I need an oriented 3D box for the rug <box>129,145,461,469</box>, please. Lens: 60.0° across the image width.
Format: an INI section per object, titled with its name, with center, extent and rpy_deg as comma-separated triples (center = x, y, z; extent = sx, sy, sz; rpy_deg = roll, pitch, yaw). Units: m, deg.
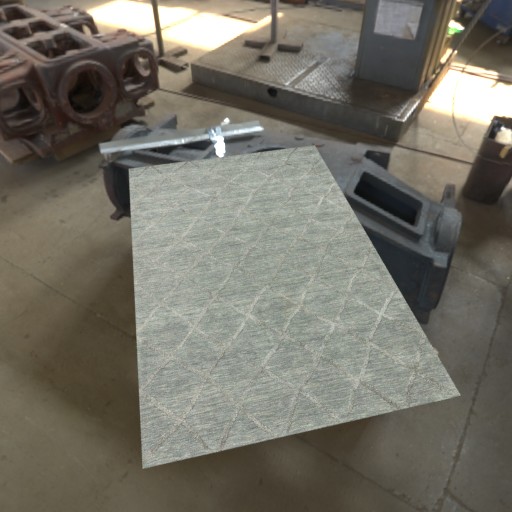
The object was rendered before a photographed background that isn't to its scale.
[rug]
center = 0.000, 0.000, 2.807
extent = 1.521, 0.006, 2.283
rpy_deg = -9, 47, -9
